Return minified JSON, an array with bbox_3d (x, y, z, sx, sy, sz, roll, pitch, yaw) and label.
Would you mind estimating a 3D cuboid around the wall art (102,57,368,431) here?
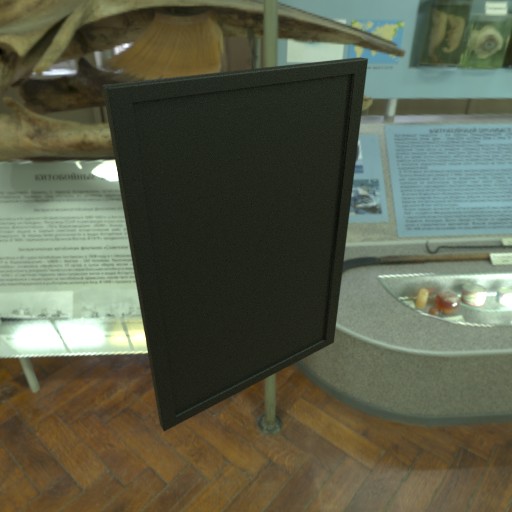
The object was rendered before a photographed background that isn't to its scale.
[{"bbox_3d":[0.000,0.000,0.551,0.303,0.431,0.013,-20,36,-29],"label":"wall art"}]
